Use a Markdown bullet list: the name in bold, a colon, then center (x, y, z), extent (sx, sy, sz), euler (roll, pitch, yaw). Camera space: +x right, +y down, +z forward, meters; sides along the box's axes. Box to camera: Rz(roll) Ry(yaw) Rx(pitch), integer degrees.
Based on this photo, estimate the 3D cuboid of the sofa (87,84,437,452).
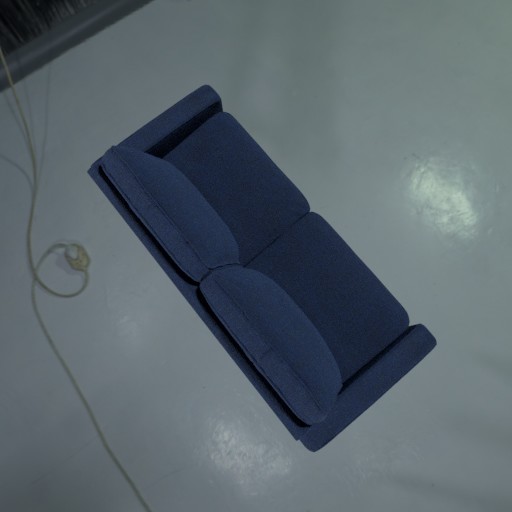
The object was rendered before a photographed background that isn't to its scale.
- **sofa**: center (0.000, 0.000, 2.650), extent (0.940, 0.919, 2.080), euler (-38, 80, -8)
